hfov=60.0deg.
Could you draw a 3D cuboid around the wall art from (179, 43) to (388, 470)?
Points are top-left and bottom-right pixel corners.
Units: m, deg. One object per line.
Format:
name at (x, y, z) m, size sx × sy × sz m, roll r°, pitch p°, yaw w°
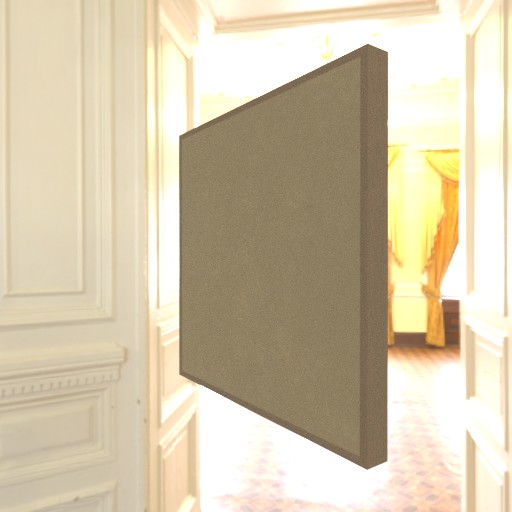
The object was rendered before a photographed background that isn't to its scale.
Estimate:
wall art at (0.000, 0.000, 0.743) m, size 0.038 × 0.506 × 0.508 m, roll 0°, pitch 1°, yaw -35°
